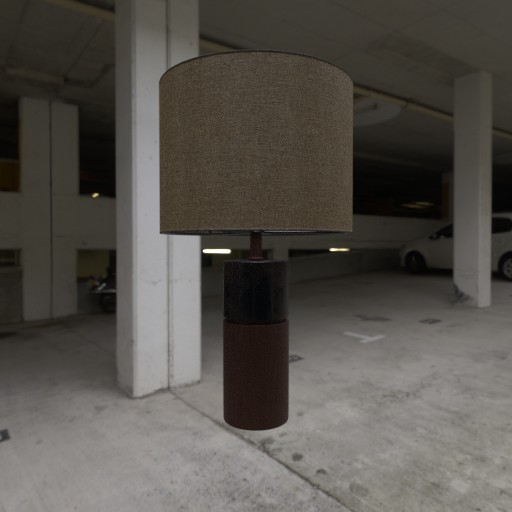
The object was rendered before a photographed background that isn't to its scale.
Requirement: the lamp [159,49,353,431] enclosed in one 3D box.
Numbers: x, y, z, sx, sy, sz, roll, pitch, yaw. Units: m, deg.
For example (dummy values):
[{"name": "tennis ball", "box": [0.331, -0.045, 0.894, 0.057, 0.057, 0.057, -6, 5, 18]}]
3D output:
[{"name": "lamp", "box": [0.000, 0.000, 0.475, 0.202, 0.350, 0.202, 0, 1, 0]}]
